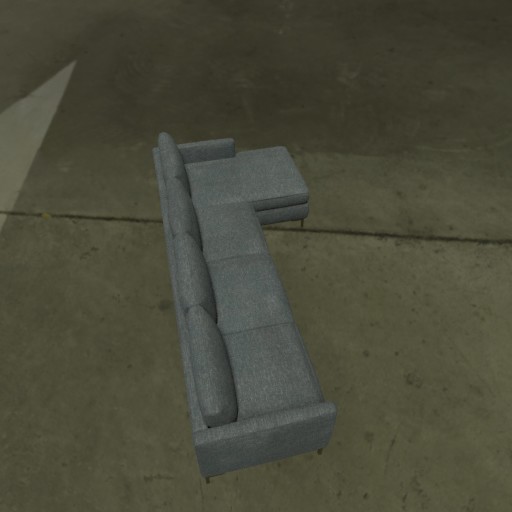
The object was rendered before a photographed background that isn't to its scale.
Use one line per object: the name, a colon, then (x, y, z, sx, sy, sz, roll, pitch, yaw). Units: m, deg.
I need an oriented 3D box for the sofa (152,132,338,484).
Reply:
sofa: (0.000, 0.000, 3.482, 1.350, 0.810, 2.932, -10, 46, -9)
